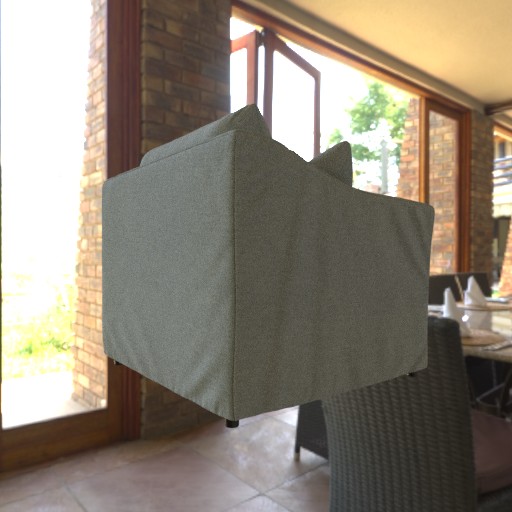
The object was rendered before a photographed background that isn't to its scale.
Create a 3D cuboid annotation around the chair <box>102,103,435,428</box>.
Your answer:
[{"bbox_3d":[0.000,0.000,2.055,1.071,1.059,1.194,0,0,-37],"label":"chair"}]
